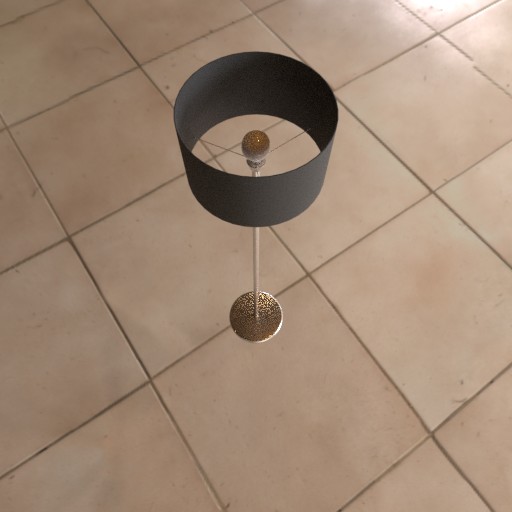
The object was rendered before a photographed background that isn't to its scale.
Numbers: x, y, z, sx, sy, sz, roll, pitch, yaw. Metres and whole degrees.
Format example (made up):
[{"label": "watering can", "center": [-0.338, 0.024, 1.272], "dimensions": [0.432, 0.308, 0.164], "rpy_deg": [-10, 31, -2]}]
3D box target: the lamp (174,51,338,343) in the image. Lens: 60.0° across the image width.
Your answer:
[{"label": "lamp", "center": [0.000, 0.000, 1.587], "dimensions": [0.348, 1.443, 0.348], "rpy_deg": [-33, 69, -14]}]
